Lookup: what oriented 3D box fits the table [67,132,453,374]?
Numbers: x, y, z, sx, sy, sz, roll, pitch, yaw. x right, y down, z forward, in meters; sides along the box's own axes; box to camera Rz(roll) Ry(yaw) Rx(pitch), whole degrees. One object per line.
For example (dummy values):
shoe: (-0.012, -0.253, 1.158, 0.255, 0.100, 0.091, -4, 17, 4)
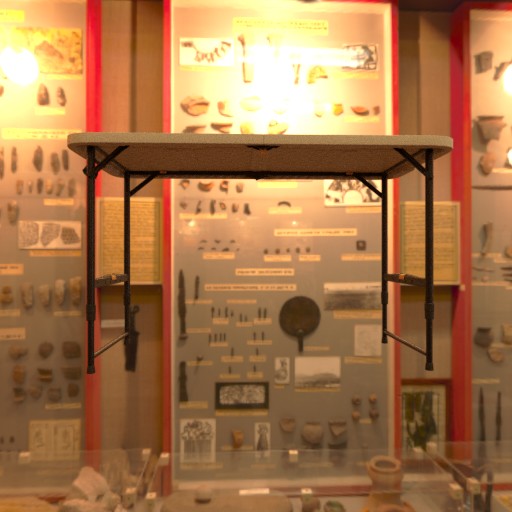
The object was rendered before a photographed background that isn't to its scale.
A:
table: (0.000, 0.000, 1.635, 1.245, 0.737, 0.611, 0, 0, -2)
